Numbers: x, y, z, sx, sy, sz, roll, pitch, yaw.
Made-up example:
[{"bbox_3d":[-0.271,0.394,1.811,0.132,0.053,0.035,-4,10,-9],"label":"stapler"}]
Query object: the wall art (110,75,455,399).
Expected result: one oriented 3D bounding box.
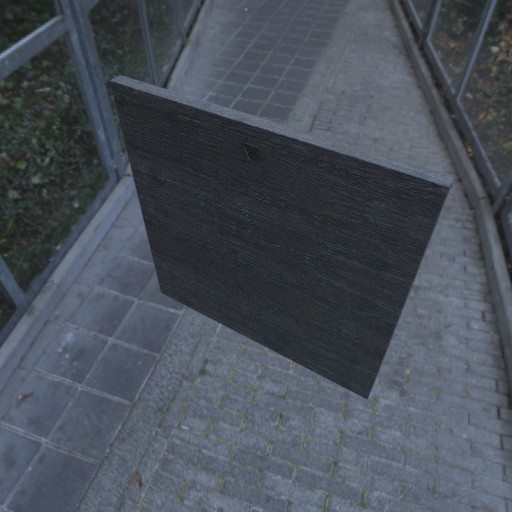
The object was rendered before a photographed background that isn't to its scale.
[{"bbox_3d":[0.000,0.000,0.695,0.462,0.459,0.027,24,50,21],"label":"wall art"}]
